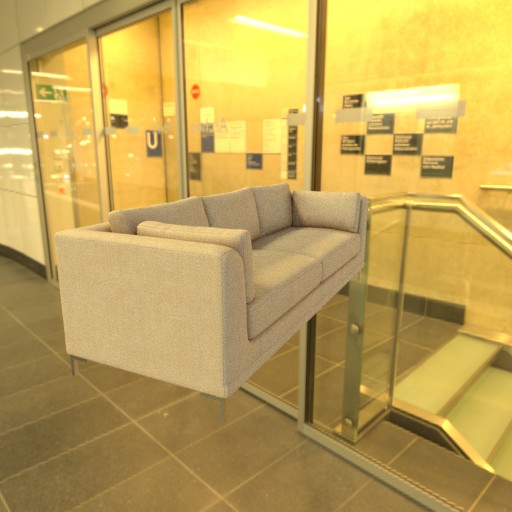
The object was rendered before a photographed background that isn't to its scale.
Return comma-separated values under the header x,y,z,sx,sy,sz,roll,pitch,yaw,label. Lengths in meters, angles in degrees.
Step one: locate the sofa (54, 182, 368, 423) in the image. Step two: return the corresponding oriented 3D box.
x,y,z,sx,sy,sz,roll,pitch,yaw,label
0.000,0.000,3.034,0.969,0.867,2.415,7,15,26,sofa
